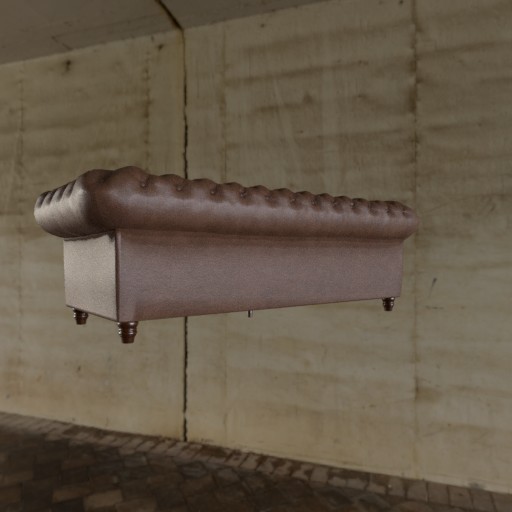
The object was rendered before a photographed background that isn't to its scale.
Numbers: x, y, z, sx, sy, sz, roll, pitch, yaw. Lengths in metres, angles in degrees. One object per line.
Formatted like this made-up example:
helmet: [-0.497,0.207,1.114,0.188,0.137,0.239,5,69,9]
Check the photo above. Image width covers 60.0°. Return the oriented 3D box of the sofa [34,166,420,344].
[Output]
sofa: [0.000,0.000,2.791,2.385,0.783,0.944,0,0,-38]
